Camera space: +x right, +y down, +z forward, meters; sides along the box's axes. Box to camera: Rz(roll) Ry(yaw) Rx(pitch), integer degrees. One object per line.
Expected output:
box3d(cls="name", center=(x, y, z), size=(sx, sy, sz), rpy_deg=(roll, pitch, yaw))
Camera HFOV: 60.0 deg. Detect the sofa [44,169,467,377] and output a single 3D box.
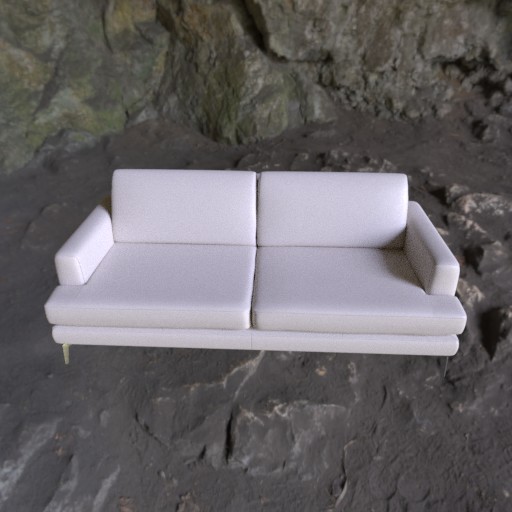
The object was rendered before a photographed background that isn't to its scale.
box3d(cls="sofa", center=(0.000, 0.000, 2.400), size=(1.940, 0.765, 0.974), rpy_deg=(1, 30, 2))
